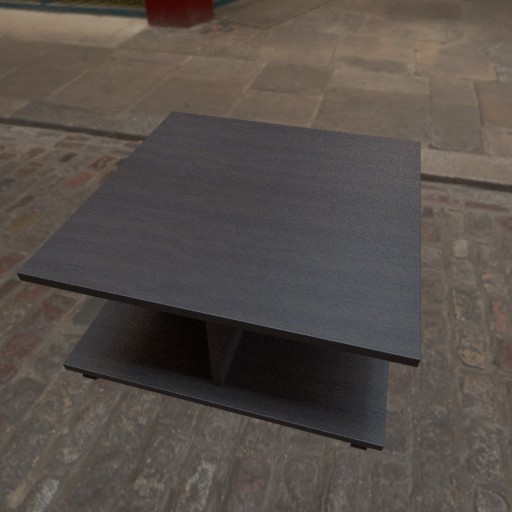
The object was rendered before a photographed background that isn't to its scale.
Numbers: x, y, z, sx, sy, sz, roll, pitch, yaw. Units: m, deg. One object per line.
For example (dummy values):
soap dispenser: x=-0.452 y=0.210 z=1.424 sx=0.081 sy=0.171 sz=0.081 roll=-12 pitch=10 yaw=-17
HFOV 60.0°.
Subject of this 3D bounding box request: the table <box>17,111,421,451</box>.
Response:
table: x=0.000 y=0.000 z=1.195 sx=0.762 sy=0.396 sz=0.762 roll=10 pitch=43 yaw=11
